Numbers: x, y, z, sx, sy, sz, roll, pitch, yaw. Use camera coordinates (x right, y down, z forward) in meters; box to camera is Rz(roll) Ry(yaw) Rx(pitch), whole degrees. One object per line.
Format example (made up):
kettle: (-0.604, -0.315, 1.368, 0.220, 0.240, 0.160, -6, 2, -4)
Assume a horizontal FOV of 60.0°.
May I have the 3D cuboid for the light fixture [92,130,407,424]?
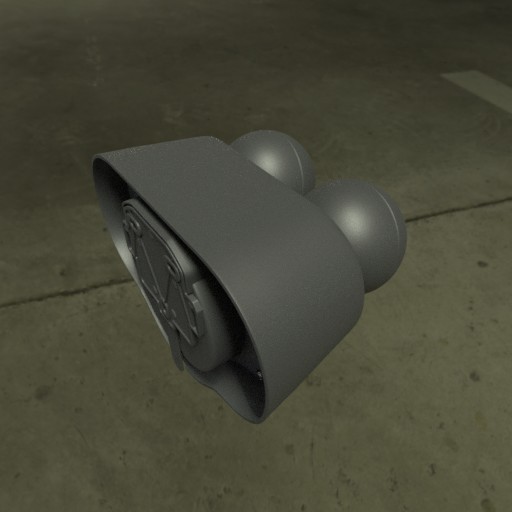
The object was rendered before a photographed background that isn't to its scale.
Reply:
light fixture: (0.000, 0.000, 0.339, 0.159, 0.159, 0.229, -26, 47, -26)
